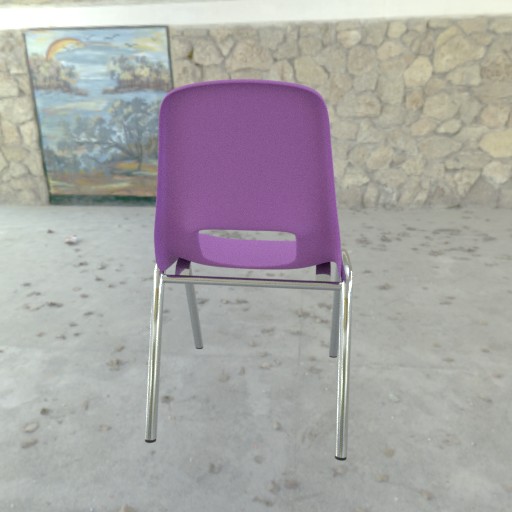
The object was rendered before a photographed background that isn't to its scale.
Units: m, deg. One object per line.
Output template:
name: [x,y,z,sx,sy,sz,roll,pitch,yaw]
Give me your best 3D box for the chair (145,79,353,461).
chair: [0.000,0.000,0.697,0.291,0.493,0.301,2,17,7]
